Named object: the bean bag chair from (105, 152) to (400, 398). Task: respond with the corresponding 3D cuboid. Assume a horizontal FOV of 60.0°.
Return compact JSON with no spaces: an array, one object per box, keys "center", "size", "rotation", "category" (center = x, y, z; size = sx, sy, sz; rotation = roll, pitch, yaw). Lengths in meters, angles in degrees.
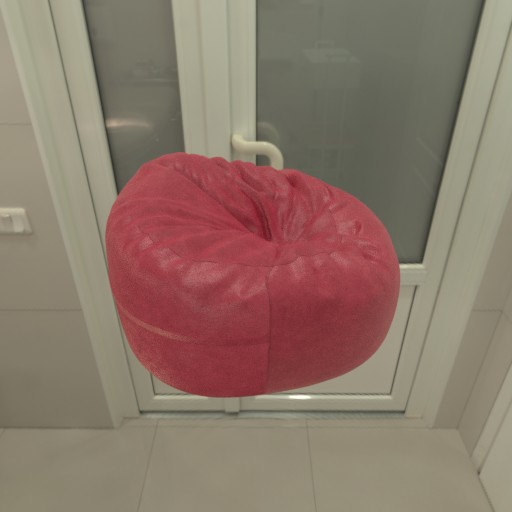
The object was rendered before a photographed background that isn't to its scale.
[{"center":[0.000,0.000,2.432],"size":[1.524,0.878,1.524],"rotation":[0,33,0],"category":"bean bag chair"}]
